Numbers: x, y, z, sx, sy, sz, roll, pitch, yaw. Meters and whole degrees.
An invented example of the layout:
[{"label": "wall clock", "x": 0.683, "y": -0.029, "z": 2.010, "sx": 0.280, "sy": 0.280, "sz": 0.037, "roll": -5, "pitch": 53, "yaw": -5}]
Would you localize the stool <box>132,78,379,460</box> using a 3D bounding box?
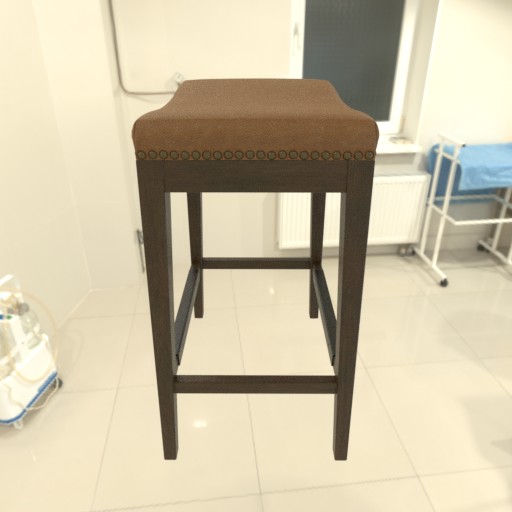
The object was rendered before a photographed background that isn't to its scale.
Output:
[{"label": "stool", "x": 0.000, "y": 0.000, "z": 0.944, "sx": 0.361, "sy": 0.660, "sz": 0.500, "roll": 0, "pitch": 28, "yaw": 0}]
